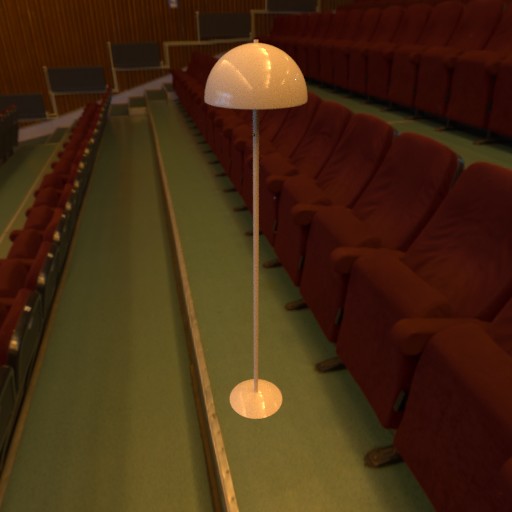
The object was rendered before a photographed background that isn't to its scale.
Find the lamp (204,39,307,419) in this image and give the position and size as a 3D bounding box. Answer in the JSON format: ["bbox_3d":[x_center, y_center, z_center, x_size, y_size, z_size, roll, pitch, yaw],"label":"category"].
[{"bbox_3d":[0.000,0.000,1.686,0.328,1.480,0.328,-7,29,-13],"label":"lamp"}]
